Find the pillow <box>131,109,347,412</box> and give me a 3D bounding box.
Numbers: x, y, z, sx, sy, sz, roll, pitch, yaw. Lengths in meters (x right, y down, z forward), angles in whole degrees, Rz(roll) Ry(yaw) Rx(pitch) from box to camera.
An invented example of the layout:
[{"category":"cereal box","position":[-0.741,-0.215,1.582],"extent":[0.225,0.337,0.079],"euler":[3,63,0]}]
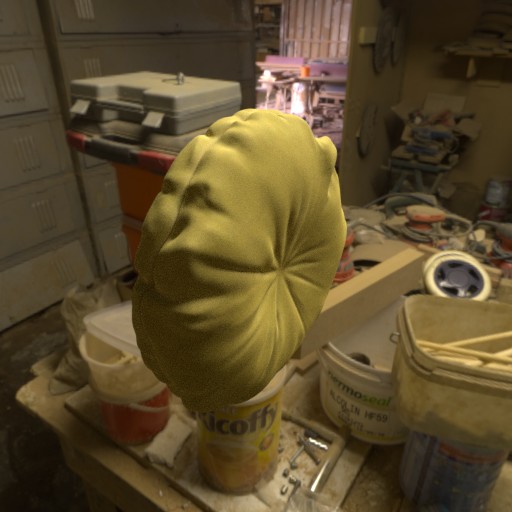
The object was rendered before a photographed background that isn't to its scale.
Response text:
[{"category":"pillow","position":[0.000,0.000,0.647],"extent":[0.148,0.407,0.428],"euler":[18,33,31]}]
